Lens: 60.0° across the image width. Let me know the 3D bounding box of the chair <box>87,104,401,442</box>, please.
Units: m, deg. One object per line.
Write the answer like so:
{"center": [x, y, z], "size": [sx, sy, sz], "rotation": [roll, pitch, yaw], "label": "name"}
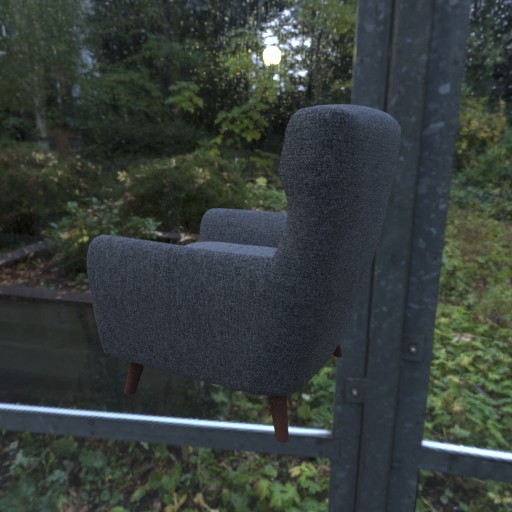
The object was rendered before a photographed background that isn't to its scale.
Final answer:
{"center": [0.000, 0.000, 1.707], "size": [0.940, 1.039, 0.889], "rotation": [7, 15, 25], "label": "chair"}
